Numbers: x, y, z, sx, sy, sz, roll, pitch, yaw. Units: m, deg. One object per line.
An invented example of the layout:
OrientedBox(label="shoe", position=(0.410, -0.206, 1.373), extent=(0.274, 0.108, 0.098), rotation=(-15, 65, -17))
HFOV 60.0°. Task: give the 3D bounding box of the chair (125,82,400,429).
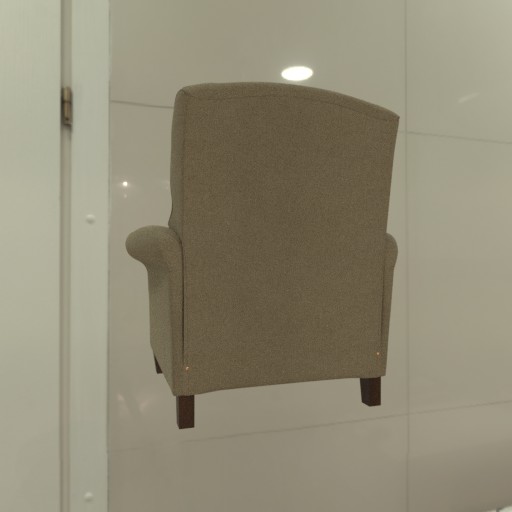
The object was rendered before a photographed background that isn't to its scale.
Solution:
OrientedBox(label="chair", position=(0.000, 0.000, 1.776), extent=(0.978, 1.061, 0.905), rotation=(0, -1, -18))
